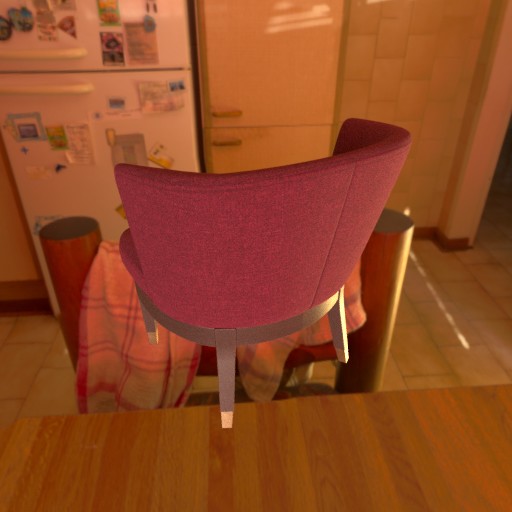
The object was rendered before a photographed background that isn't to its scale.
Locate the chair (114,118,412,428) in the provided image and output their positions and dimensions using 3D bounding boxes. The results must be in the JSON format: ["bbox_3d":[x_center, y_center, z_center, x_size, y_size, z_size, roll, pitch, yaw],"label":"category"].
[{"bbox_3d":[0.000,0.000,1.258,0.700,0.760,0.660,-20,36,-29],"label":"chair"}]
